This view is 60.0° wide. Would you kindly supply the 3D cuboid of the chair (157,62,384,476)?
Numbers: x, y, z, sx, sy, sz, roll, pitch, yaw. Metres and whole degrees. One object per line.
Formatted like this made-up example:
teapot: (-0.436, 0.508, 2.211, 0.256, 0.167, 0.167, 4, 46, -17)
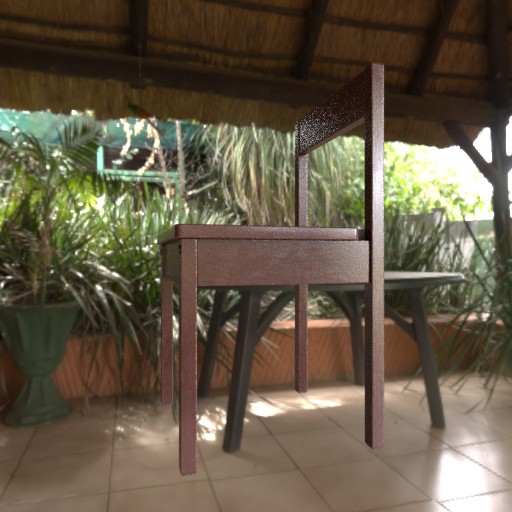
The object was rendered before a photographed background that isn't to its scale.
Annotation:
chair: (0.000, 0.000, 0.886, 0.361, 0.668, 0.367, 0, 0, -17)
